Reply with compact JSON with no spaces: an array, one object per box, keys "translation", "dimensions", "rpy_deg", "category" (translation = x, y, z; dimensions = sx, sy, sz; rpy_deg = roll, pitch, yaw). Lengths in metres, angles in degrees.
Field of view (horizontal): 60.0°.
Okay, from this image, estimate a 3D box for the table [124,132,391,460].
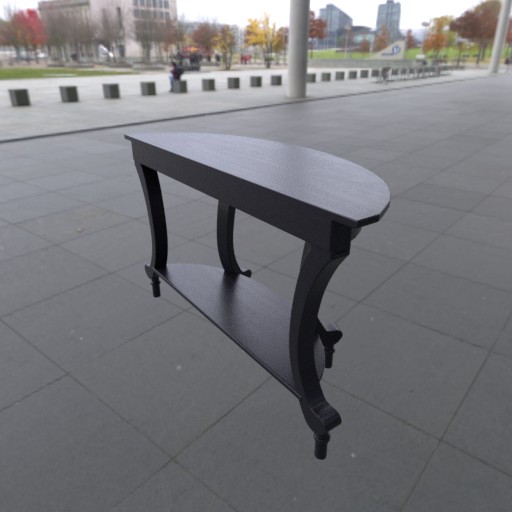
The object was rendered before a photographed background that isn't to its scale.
[{"translation":[0.000,0.000,1.514],"dimensions":[0.394,0.692,1.198],"rpy_deg":[-17,29,-32],"category":"table"}]
